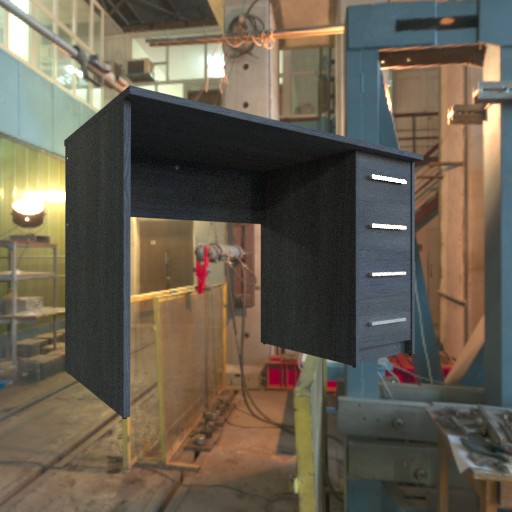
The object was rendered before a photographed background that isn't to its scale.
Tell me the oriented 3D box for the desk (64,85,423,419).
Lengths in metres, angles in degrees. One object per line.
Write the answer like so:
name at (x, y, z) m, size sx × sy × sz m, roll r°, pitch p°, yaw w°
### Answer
desk at (0.000, 0.000, 1.500) m, size 1.096 × 0.730 × 0.560 m, roll 0°, pitch 0°, yaw -37°
